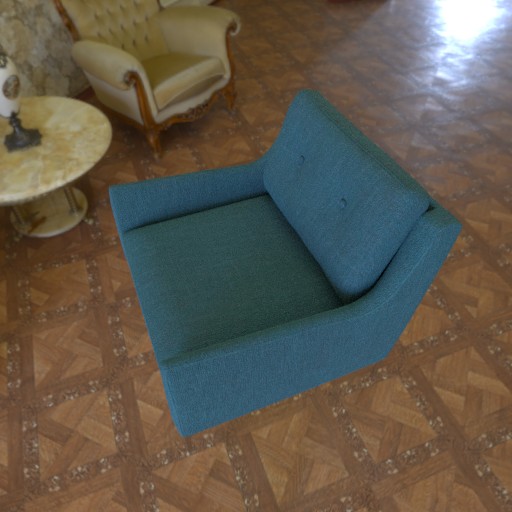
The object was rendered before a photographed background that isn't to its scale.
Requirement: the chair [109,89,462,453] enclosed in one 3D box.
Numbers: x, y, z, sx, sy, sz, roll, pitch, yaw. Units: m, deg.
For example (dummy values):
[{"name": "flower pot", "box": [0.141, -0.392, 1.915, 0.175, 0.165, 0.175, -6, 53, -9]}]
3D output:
[{"name": "chair", "box": [0.000, 0.000, 1.549, 0.849, 0.828, 0.847, -17, 48, -15]}]
